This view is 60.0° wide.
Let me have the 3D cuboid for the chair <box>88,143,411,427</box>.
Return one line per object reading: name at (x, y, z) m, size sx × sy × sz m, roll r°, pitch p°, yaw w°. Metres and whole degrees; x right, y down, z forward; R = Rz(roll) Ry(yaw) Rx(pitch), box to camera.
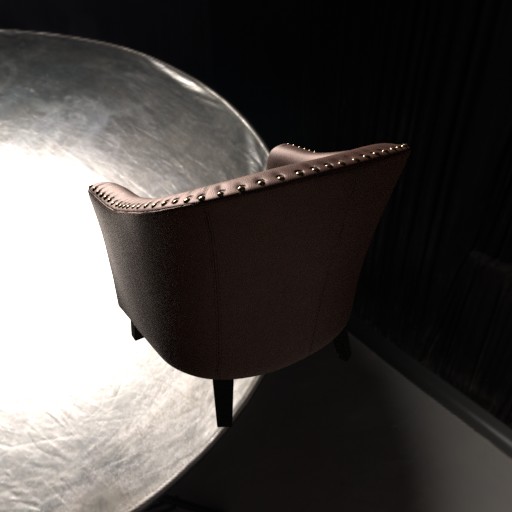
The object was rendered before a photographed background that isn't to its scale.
chair at (0.000, 0.000, 1.413) m, size 0.794 × 0.823 × 0.748 m, roll -19°, pitch 36°, yaw -29°
